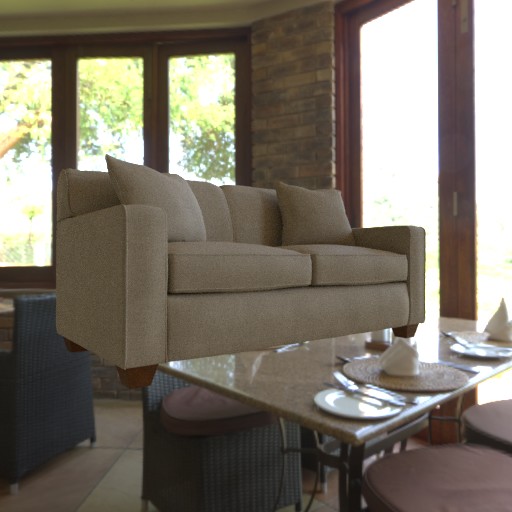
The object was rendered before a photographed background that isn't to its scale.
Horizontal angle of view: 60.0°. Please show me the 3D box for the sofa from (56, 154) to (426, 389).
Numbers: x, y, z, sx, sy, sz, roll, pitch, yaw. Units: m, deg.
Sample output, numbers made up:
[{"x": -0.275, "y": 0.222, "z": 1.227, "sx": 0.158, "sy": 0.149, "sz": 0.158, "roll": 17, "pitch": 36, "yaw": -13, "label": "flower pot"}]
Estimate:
[{"x": 0.000, "y": 0.000, "z": 2.434, "sx": 1.846, "sy": 0.958, "sz": 0.998, "roll": 0, "pitch": 0, "yaw": -37, "label": "sofa"}]
